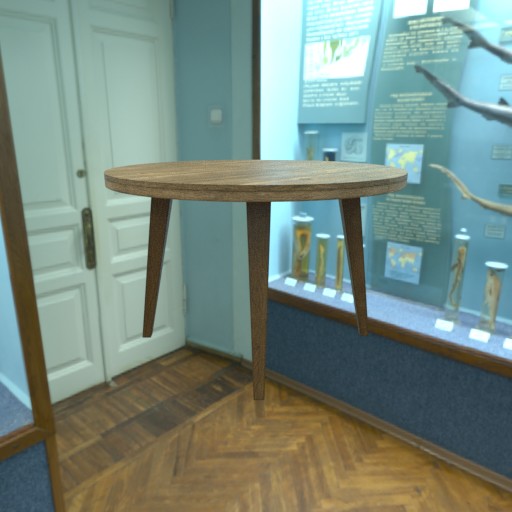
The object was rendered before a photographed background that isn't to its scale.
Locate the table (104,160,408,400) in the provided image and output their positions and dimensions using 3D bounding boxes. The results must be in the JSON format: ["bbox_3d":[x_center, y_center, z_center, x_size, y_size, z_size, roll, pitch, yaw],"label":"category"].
[{"bbox_3d":[0.000,0.000,1.964,1.213,0.764,1.213,0,16,0],"label":"table"}]
